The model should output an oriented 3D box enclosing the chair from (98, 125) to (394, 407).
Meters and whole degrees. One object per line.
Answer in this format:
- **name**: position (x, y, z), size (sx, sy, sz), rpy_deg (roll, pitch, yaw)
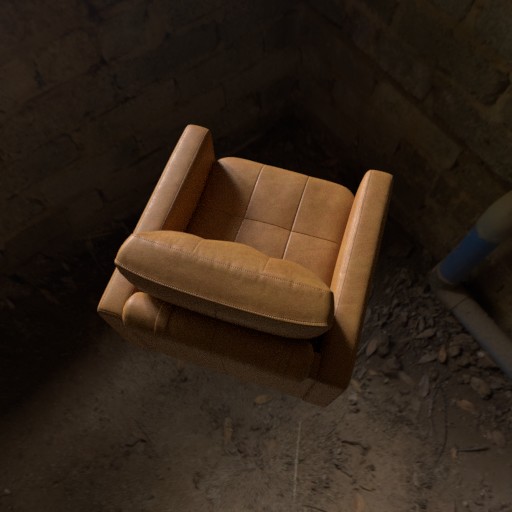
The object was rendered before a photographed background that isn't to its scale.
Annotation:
- **chair**: position (0.000, 0.000, 1.611), size (0.831, 0.896, 0.868), rpy_deg (16, 66, 7)
